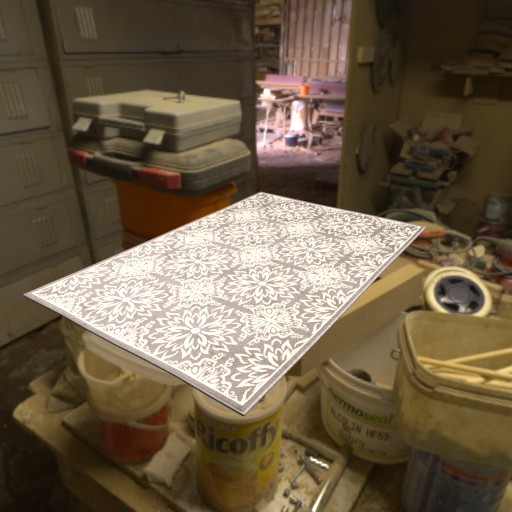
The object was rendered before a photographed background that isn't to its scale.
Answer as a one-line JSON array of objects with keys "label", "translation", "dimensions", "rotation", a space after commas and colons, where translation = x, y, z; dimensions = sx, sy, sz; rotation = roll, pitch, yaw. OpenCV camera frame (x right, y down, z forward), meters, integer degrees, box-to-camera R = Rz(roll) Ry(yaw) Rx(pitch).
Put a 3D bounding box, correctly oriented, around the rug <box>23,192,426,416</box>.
[{"label": "rug", "translation": [0.000, 0.000, 2.322], "dimensions": [1.224, 0.012, 1.847], "rotation": [17, 30, 31]}]
